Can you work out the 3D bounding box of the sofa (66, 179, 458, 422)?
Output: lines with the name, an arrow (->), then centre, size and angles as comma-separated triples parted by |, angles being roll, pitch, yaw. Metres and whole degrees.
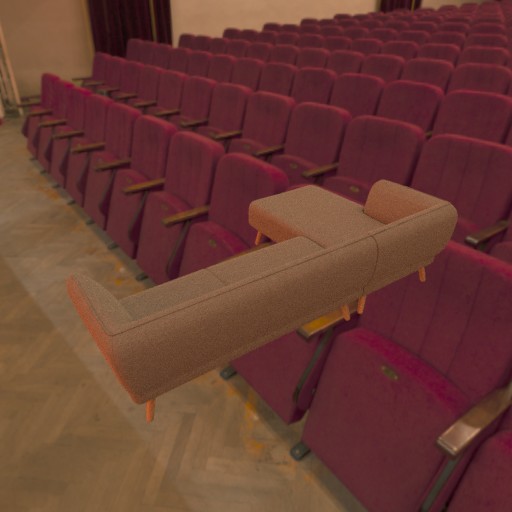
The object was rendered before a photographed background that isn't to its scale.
sofa -> 0.000, 0.000, 3.293 | 2.653, 0.693, 1.532 | -20, 35, -30
